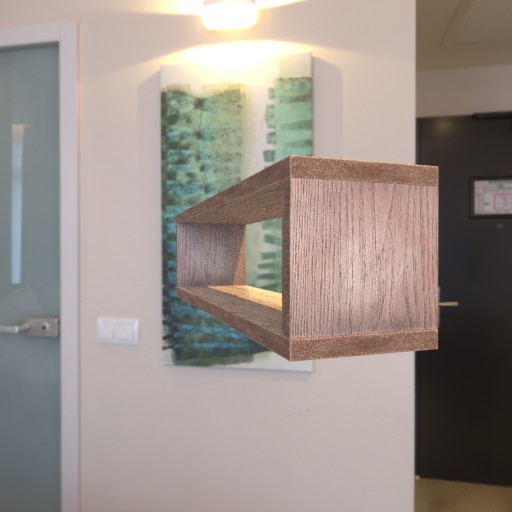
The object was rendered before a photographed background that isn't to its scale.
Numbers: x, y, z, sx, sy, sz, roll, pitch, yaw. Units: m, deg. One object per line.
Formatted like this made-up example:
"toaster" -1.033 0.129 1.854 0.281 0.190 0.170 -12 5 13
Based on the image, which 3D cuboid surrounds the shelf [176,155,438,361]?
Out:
"shelf" 0.000 0.000 0.677 0.150 0.170 0.610 0 0 -19
